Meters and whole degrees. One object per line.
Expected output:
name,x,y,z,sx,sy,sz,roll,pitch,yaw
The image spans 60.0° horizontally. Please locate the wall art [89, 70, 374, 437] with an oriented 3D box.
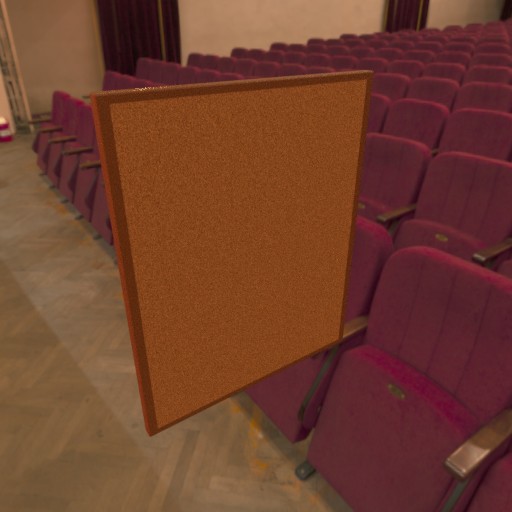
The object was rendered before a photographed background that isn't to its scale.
wall art,0.000,0.000,0.509,0.310,0.379,0.015,-18,33,-30
